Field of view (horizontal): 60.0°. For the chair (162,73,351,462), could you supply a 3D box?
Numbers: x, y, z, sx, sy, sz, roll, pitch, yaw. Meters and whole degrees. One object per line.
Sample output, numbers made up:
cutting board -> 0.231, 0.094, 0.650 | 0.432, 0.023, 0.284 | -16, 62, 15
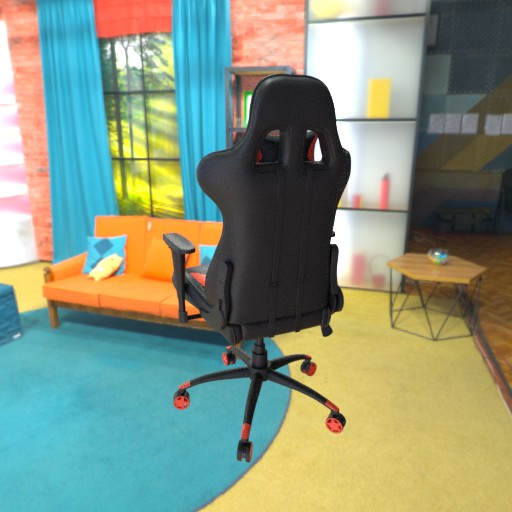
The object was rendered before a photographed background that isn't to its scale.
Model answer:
chair -> 0.000, 0.000, 1.752 | 0.695, 1.282, 0.730 | -7, 17, -24
